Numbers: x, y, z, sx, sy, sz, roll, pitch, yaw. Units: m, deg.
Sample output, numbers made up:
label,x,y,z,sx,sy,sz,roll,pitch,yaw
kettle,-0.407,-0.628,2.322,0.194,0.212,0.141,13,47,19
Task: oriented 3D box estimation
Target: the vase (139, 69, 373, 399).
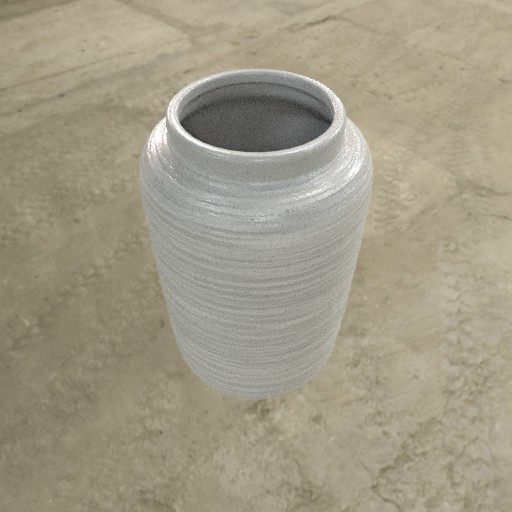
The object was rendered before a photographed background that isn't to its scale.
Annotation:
label,x,y,z,sx,sy,sz,roll,pitch,yaw
vase,0.000,0.000,0.463,0.202,0.335,0.202,0,47,0
